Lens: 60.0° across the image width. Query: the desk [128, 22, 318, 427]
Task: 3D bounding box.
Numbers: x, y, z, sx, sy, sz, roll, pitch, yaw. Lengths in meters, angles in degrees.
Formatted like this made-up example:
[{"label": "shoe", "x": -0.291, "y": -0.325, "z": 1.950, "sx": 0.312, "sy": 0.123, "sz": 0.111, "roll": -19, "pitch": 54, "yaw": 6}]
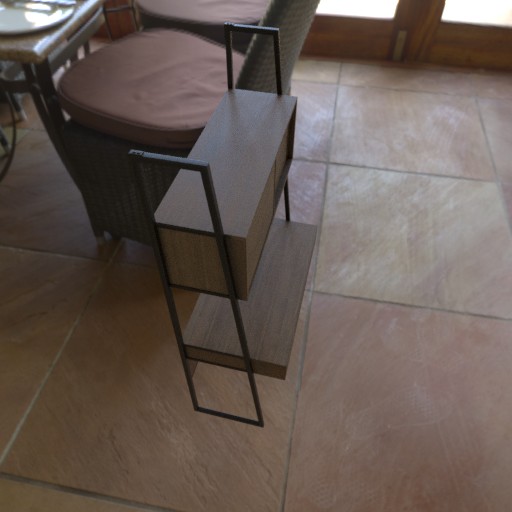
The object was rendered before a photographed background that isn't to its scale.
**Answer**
[{"label": "desk", "x": 0.000, "y": 0.000, "z": 2.215, "sx": 0.515, "sy": 1.809, "sz": 0.982, "roll": 10, "pitch": 49, "yaw": 9}]
